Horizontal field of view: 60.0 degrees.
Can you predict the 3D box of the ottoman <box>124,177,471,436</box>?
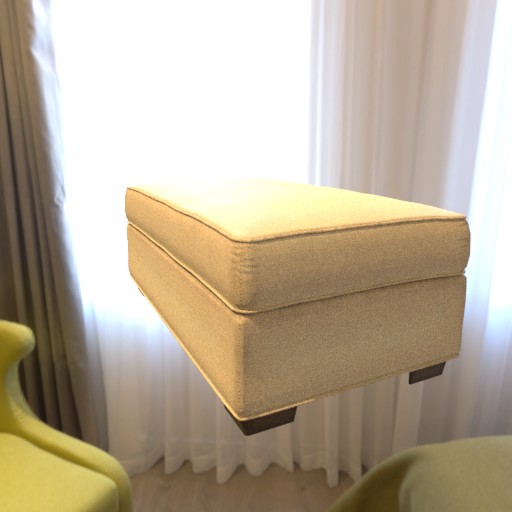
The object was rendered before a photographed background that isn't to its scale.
[{"bbox_3d":[0.000,0.000,1.405,0.617,0.448,1.097,-7,16,-25],"label":"ottoman"}]
